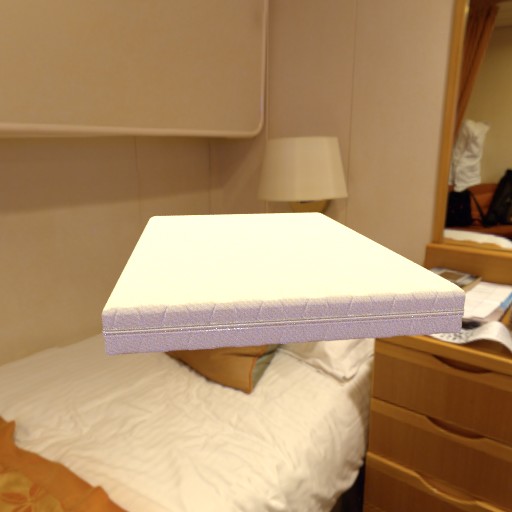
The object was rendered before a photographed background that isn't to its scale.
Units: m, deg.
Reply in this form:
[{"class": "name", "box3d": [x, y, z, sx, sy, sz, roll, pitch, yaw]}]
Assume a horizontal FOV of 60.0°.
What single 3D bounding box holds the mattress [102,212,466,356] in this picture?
[{"class": "mattress", "box3d": [0.000, 0.000, 2.626, 1.400, 0.200, 2.000, -2, 14, -8]}]
